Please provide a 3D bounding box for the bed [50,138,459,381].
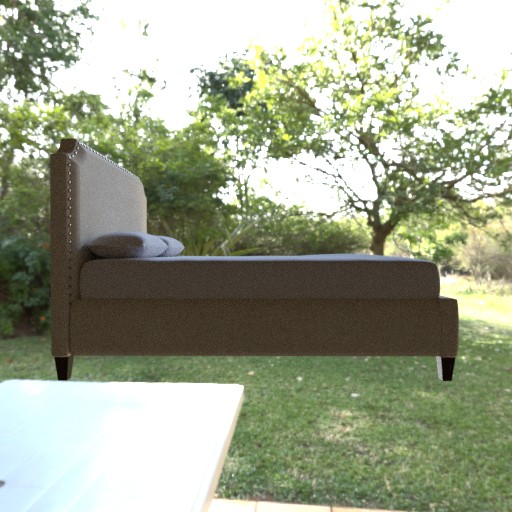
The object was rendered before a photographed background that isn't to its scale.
[{"bbox_3d":[0.000,0.000,3.415,2.381,1.457,1.713,0,1,0],"label":"bed"}]
